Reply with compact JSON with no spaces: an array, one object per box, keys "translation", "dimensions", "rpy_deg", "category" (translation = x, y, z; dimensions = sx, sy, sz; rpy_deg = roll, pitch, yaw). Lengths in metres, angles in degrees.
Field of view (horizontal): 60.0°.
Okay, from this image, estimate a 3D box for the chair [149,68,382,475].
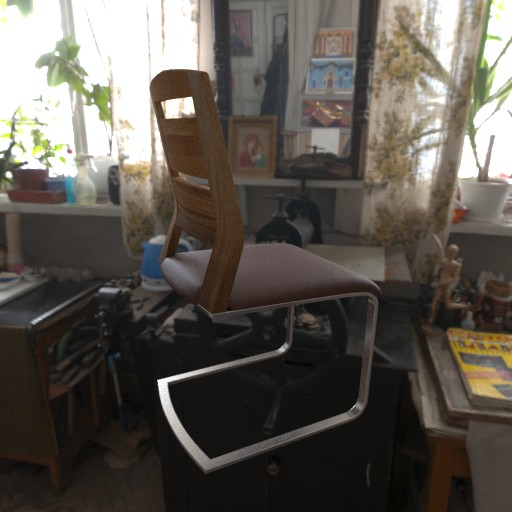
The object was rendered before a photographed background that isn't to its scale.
[{"translation":[0.000,0.000,1.278],"dimensions":[0.570,0.970,0.460],"rpy_deg":[-8,18,-26],"category":"chair"}]
